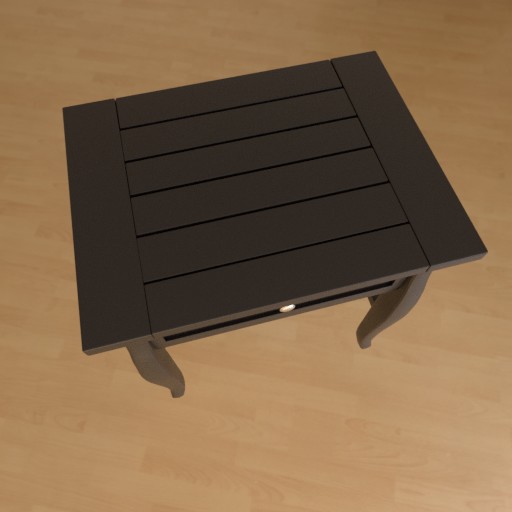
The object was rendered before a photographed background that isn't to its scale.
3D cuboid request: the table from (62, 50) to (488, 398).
[{"bbox_3d":[0.000,0.000,0.998,0.602,0.604,0.460,-13,64,-7],"label":"table"}]
